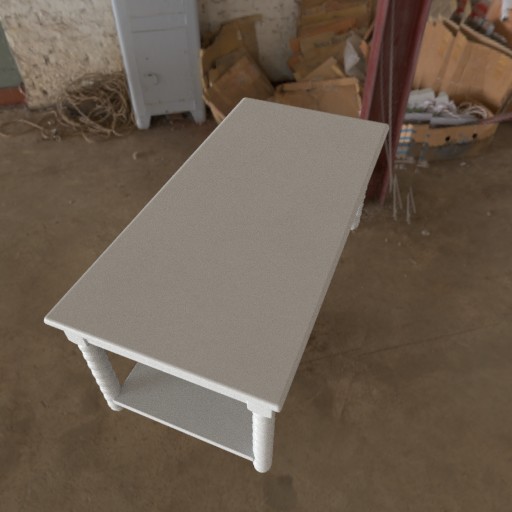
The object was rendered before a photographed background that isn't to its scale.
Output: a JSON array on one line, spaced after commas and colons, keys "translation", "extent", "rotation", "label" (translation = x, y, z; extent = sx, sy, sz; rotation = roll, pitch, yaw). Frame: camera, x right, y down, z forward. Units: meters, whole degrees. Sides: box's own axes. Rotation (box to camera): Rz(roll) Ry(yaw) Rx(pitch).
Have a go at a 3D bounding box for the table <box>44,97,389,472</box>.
[{"translation": [0.000, 0.000, 1.475], "extent": [0.580, 0.487, 1.171], "rotation": [16, 48, 15], "label": "table"}]
